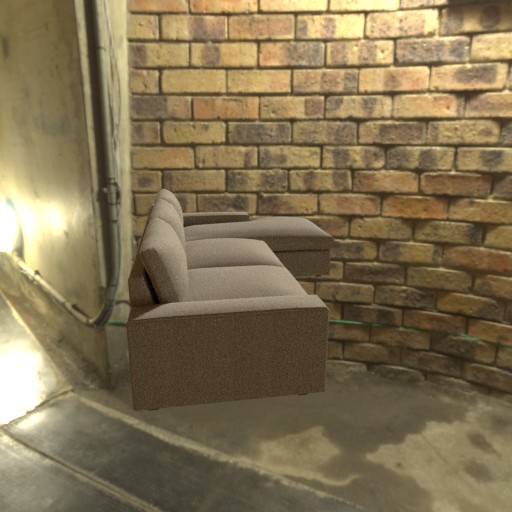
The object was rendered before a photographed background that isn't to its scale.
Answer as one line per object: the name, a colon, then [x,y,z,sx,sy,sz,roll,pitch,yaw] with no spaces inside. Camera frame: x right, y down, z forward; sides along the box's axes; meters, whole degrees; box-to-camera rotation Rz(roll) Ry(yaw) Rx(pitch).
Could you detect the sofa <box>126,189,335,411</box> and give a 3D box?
sofa: [0.000,0.000,3.489,1.689,0.813,2.718,-3,16,-10]
